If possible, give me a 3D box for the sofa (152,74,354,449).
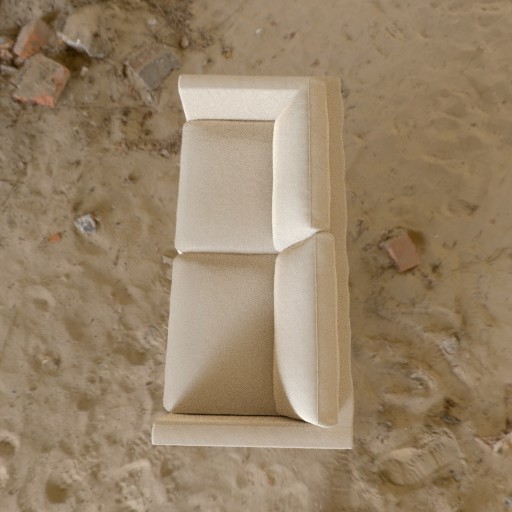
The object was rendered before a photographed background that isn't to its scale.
[{"bbox_3d":[0.000,0.000,2.537,0.940,0.870,1.987,1,75,0],"label":"sofa"}]
